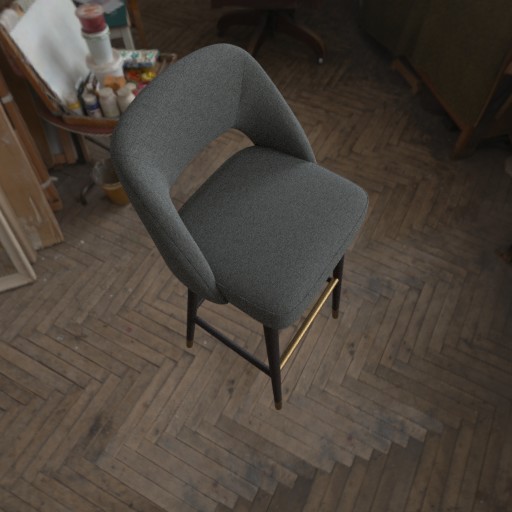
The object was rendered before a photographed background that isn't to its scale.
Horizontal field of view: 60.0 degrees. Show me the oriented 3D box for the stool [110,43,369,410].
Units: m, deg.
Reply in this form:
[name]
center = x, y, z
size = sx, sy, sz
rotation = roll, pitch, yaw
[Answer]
[stool]
center = 0.000, 0.000, 1.357
size = 0.524, 1.089, 0.536
rotation = 30, 63, 17
